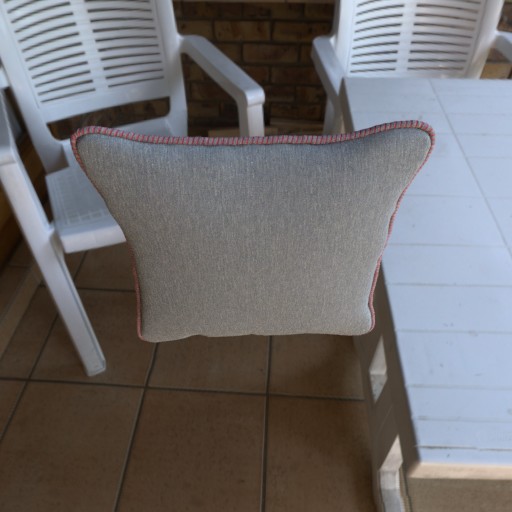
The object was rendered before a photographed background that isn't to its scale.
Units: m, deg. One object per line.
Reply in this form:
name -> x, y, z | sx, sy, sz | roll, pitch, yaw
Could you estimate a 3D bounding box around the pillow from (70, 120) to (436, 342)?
pillow -> 0.000, 0.000, 0.744 | 0.482, 0.491, 0.124 | -2, 46, -2
